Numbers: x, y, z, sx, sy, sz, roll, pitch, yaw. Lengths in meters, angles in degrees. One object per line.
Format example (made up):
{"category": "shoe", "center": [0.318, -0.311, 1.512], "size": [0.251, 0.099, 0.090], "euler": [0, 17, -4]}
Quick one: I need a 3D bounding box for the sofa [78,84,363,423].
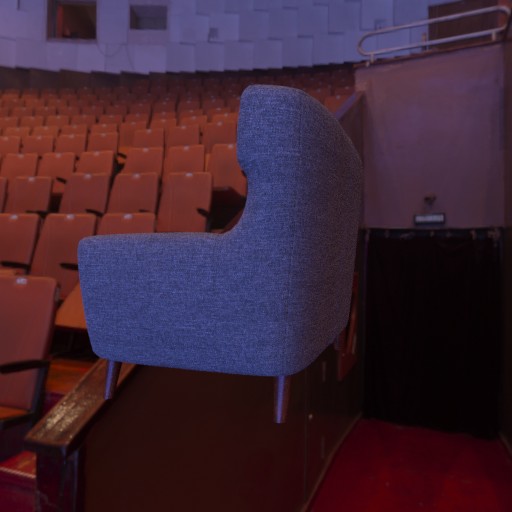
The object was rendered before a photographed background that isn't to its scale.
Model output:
{"category": "sofa", "center": [0.000, 0.000, 1.997], "size": [0.874, 1.028, 1.358], "euler": [0, 1, 20]}
